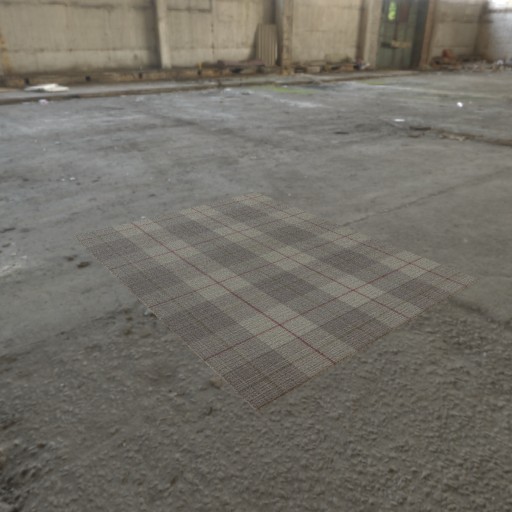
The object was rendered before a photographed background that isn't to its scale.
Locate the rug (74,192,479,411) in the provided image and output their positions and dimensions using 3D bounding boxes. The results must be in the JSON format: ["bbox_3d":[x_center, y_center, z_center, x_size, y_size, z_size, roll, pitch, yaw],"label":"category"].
[{"bbox_3d":[0.000,0.000,4.033,2.317,0.016,2.959,-19,32,-34],"label":"rug"}]
